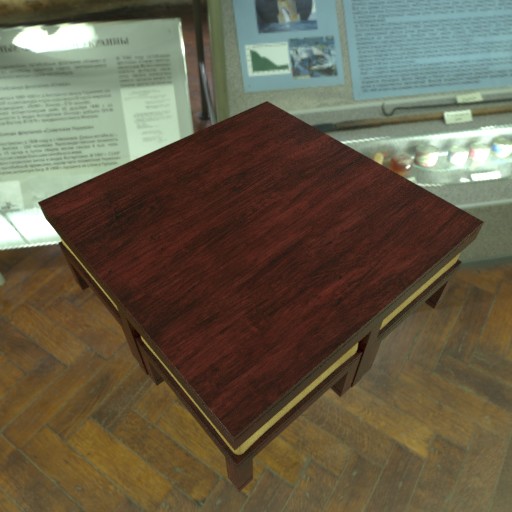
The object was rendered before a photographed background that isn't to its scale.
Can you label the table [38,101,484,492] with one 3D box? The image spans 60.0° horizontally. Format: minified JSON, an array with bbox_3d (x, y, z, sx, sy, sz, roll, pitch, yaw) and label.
[{"bbox_3d":[0.000,0.000,1.343,0.865,0.356,0.865,-33,55,-27],"label":"table"}]
